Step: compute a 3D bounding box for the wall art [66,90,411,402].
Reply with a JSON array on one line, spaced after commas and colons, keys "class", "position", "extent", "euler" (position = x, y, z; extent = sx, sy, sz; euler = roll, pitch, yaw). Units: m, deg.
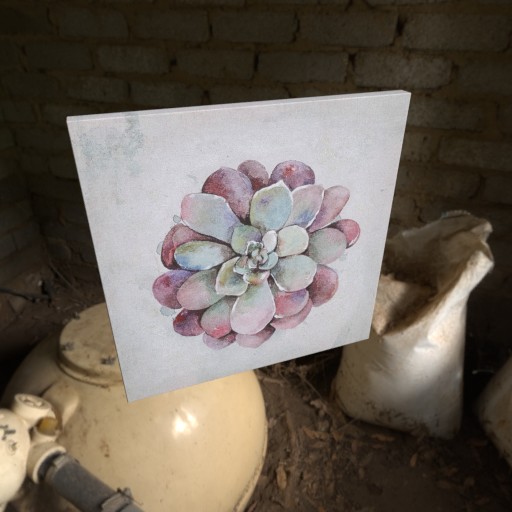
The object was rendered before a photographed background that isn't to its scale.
[{"class": "wall art", "position": [0.000, 0.000, 1.143], "extent": [0.762, 0.762, 0.041], "euler": [-11, 33, -17]}]
